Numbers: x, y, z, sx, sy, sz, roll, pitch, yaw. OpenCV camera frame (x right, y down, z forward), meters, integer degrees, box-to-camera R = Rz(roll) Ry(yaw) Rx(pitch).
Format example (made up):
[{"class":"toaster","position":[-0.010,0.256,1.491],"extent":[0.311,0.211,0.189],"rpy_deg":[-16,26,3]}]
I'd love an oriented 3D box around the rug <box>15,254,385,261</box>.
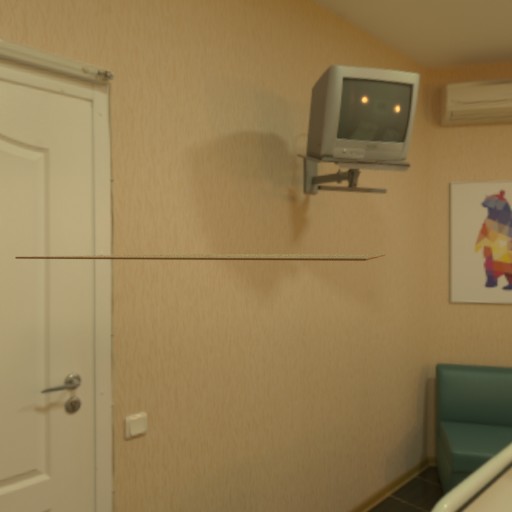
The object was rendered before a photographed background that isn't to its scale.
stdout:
[{"class":"rug","position":[0.000,0.000,2.260],"extent":[1.219,0.008,1.829],"rpy_deg":[0,1,18]}]
